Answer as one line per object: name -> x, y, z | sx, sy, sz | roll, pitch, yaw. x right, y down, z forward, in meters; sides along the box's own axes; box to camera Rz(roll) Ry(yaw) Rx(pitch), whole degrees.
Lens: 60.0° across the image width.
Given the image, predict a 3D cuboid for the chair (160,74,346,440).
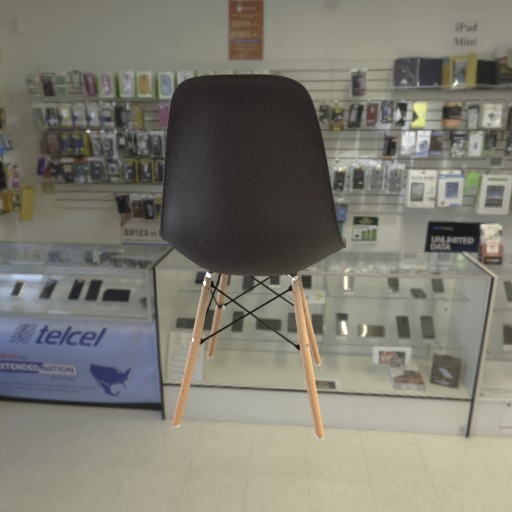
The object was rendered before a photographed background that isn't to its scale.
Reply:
chair -> 0.000, 0.000, 1.159 | 0.470, 0.825, 0.533 | 2, 16, 7
